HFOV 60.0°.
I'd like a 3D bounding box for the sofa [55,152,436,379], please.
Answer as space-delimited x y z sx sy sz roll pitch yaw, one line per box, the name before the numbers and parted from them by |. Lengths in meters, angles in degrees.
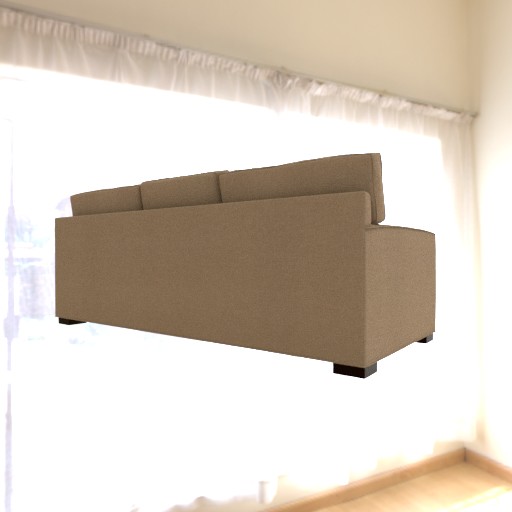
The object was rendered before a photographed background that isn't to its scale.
sofa | 0.000 0.000 2.781 2.087 0.861 1.496 0 1 37
